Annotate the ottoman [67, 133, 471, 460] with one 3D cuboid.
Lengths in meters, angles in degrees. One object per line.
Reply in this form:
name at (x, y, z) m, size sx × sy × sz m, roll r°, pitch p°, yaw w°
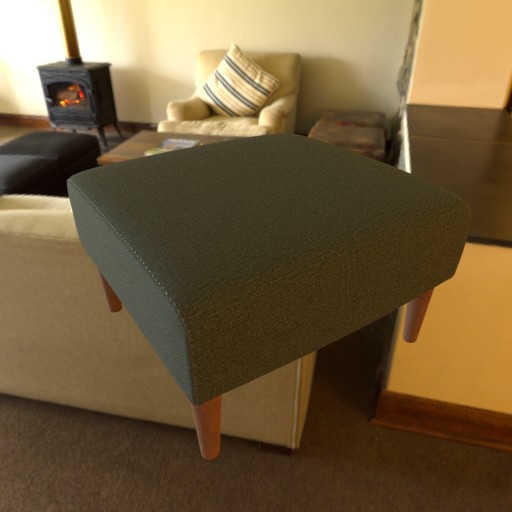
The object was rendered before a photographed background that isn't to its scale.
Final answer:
ottoman at (0.000, 0.000, 1.027) m, size 0.650 × 0.398 × 0.649 m, roll -19°, pitch 36°, yaw -29°
